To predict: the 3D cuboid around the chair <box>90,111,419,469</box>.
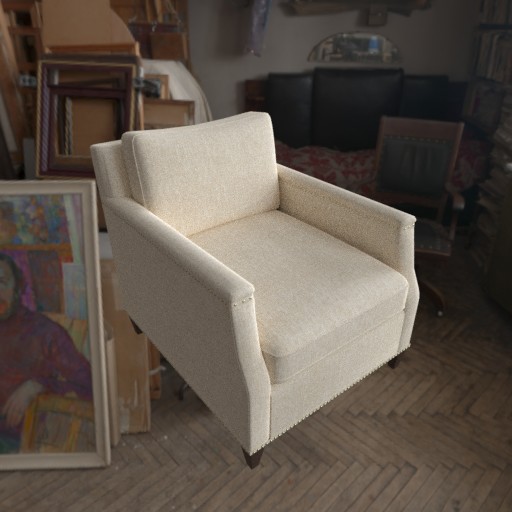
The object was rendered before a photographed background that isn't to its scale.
[{"bbox_3d":[0.000,0.000,1.785,0.838,0.940,1.041,-21,36,-32],"label":"chair"}]
